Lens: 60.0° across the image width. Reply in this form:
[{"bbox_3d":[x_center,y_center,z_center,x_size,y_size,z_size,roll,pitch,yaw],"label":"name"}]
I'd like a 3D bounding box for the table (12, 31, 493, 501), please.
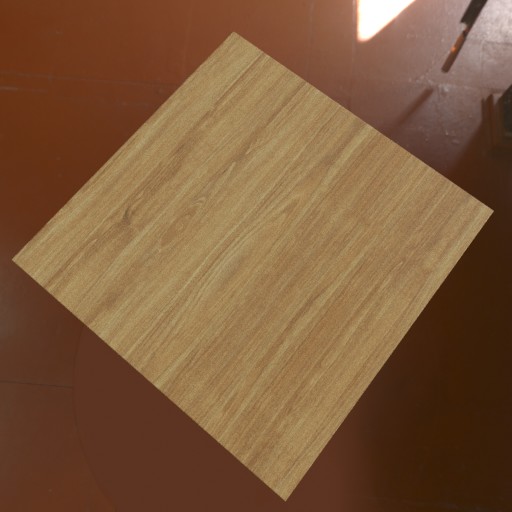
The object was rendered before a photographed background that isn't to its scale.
[{"bbox_3d":[0.000,0.000,1.381,0.900,0.450,0.900,38,79,9],"label":"table"}]
